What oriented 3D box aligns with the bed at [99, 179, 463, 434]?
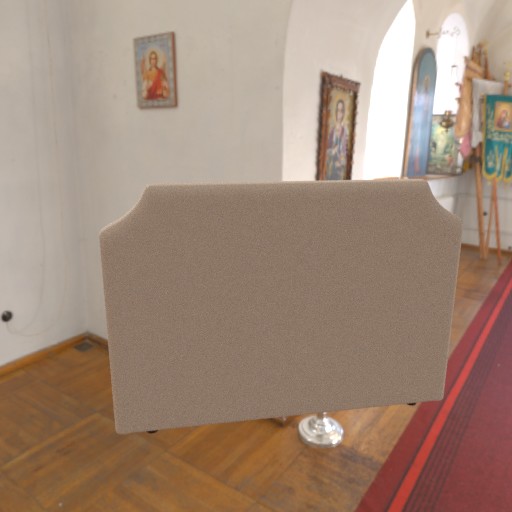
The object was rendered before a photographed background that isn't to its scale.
[{"bbox_3d":[0.000,0.000,3.278,1.828,1.301,2.204,-3,15,-9],"label":"bed"}]
